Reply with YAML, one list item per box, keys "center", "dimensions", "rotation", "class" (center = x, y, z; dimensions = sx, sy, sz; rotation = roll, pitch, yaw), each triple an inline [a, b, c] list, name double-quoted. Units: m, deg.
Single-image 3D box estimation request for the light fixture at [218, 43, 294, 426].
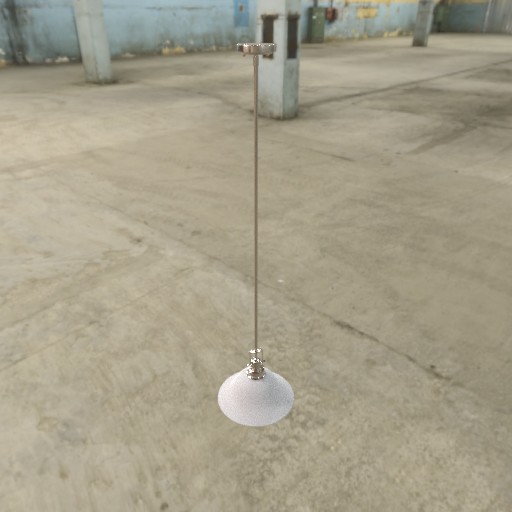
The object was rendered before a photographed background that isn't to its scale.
- center: [0.000, 0.000, 1.568]
  dimensions: [0.324, 1.354, 0.324]
  rotation: [-9, 29, -16]
  class: "light fixture"
